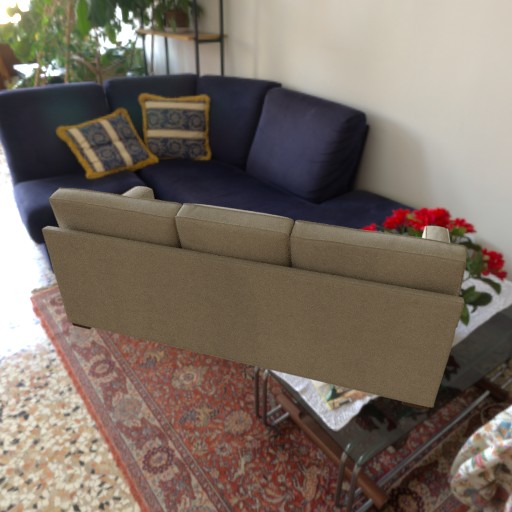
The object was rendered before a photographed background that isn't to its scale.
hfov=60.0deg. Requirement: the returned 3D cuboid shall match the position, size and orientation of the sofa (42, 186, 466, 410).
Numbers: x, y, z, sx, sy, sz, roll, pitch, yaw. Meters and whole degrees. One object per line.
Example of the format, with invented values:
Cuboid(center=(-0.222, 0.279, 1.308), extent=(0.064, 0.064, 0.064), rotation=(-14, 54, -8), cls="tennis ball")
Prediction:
Cuboid(center=(0.000, 0.000, 2.562), extent=(2.093, 0.862, 0.936), rotation=(10, 33, 15), cls="sofa")
